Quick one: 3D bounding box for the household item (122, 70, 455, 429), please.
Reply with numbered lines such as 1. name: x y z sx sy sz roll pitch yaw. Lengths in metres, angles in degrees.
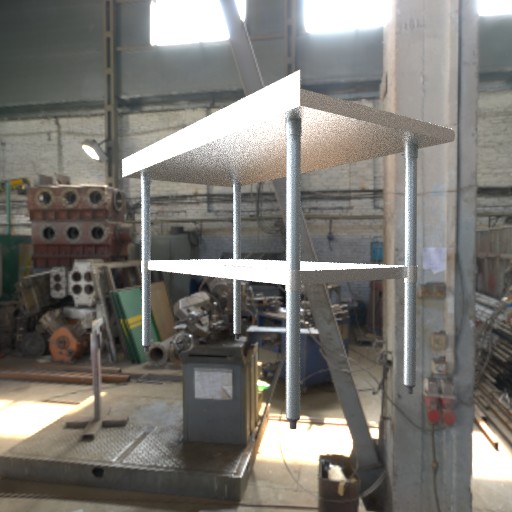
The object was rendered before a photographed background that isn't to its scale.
1. household item: 0.000 0.000 1.663 0.610 0.851 1.219 -1 1 -35
